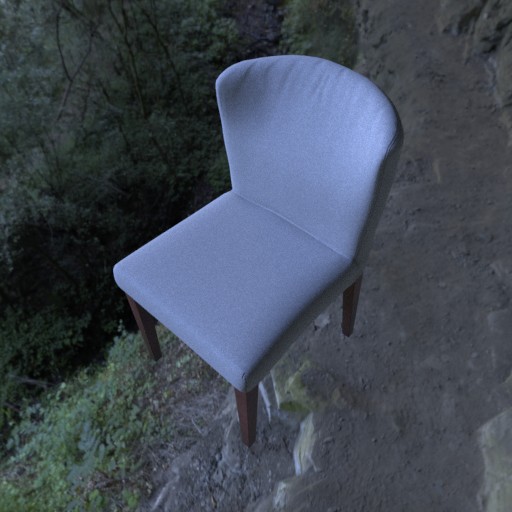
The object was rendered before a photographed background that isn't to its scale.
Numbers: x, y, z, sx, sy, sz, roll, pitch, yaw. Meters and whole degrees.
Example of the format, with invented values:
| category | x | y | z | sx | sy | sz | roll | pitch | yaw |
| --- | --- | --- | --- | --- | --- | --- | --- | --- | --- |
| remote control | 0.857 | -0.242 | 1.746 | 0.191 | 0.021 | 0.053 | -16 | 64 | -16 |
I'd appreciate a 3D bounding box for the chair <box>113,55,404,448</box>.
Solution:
| category | x | y | z | sx | sy | sz | roll | pitch | yaw |
| --- | --- | --- | --- | --- | --- | --- | --- | --- | --- |
| chair | 0.000 | 0.000 | 1.174 | 0.491 | 0.839 | 0.592 | 33 | 55 | 27 |
